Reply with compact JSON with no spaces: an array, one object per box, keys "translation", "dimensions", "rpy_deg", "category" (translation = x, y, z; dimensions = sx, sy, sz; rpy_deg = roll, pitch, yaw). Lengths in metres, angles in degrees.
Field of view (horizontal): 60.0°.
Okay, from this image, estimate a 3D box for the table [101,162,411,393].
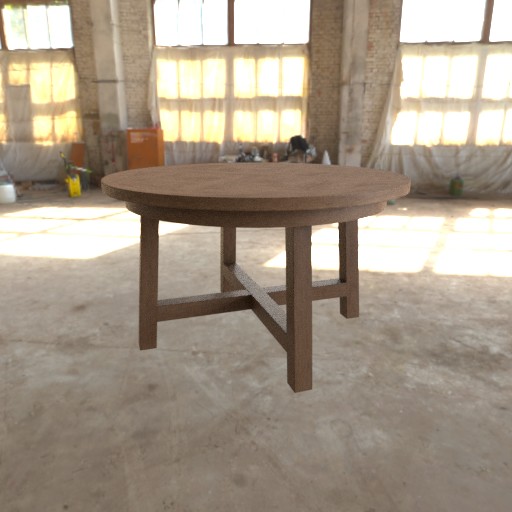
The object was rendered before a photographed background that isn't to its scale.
[{"translation":[0.000,0.000,2.097],"dimensions":[1.319,0.762,1.319],"rpy_deg":[0,17,0],"category":"table"}]
